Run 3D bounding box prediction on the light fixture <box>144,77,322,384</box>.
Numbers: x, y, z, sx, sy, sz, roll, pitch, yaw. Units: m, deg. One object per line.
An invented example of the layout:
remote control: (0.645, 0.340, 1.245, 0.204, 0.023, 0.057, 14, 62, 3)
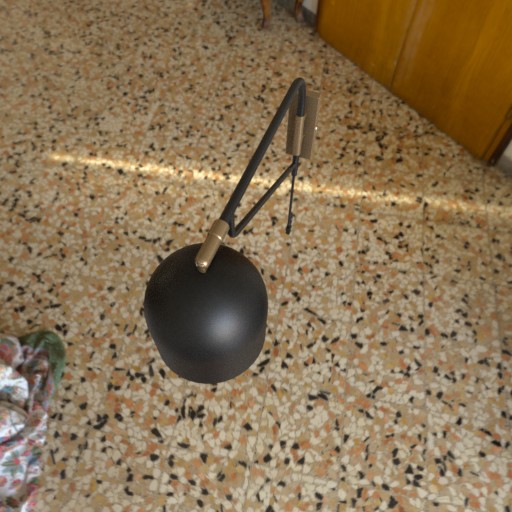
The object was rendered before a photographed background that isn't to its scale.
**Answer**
light fixture: (0.000, 0.000, 1.079, 0.215, 0.696, 0.720, 17, 59, 11)
